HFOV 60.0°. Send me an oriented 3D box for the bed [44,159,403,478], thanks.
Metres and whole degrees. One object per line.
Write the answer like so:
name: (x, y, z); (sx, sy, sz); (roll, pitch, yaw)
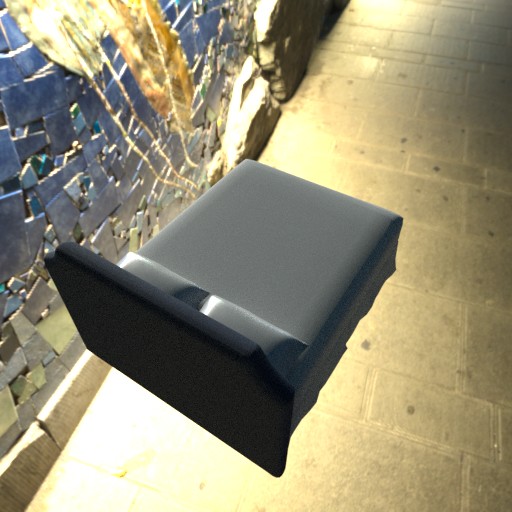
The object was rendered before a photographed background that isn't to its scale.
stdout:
bed: (0.000, 0.000, 3.446); (1.831, 1.297, 2.260); (25, 51, 22)
